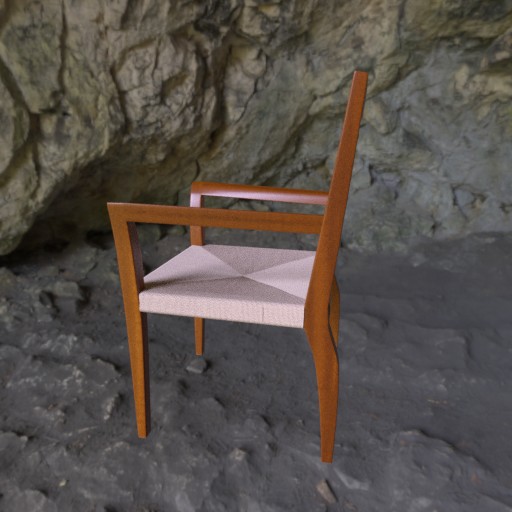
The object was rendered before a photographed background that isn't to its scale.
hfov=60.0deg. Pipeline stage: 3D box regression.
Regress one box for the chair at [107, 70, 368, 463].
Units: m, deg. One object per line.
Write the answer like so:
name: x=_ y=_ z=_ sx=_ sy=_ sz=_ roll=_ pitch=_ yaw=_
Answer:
chair: x=0.000 y=0.000 z=1.219 sx=0.540 sy=0.855 sz=0.587 roll=3 pitch=14 yaw=10
